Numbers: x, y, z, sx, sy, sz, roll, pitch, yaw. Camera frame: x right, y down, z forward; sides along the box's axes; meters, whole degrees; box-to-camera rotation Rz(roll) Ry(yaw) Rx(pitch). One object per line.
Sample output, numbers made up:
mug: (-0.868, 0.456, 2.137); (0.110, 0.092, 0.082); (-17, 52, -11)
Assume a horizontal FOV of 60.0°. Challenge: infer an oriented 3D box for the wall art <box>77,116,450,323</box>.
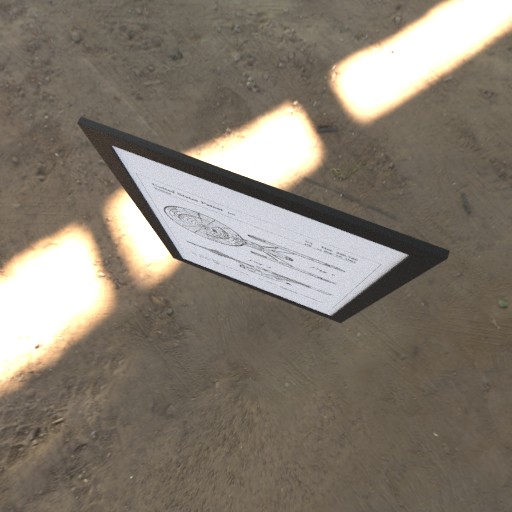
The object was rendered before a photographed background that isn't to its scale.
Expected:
wall art: (0.000, 0.000, 0.679); (0.379, 0.530, 0.008); (21, 76, 5)
